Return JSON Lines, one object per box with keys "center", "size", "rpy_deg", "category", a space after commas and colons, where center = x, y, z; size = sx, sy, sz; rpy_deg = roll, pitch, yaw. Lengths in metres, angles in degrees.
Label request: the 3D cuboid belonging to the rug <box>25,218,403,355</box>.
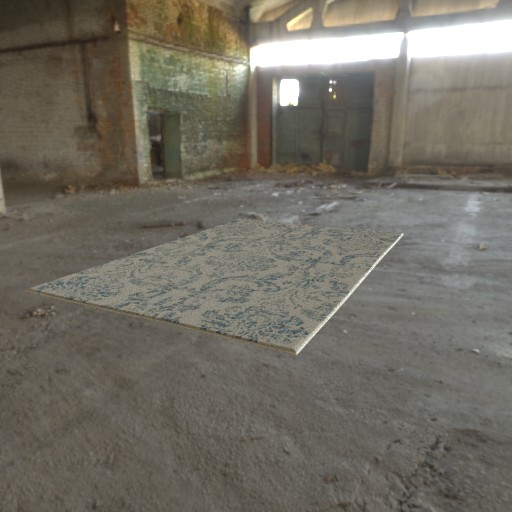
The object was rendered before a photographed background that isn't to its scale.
{"center": [0.000, 0.000, 2.351], "size": [1.213, 0.012, 1.831], "rpy_deg": [8, 17, 26], "category": "rug"}
